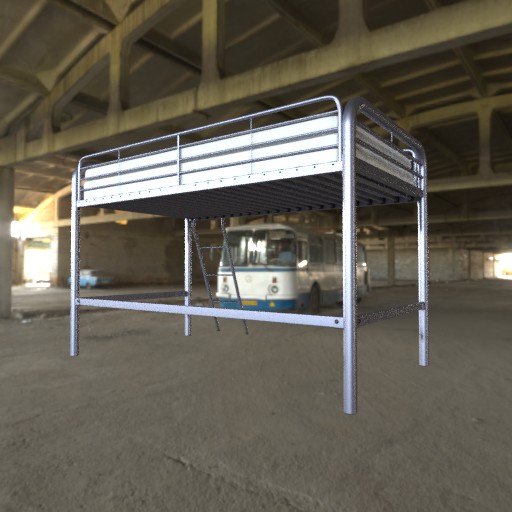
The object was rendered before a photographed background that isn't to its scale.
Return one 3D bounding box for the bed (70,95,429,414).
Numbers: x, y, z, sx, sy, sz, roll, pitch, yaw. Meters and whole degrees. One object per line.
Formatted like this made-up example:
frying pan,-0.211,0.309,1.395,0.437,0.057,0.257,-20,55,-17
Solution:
bed,0.000,0.000,2.874,1.965,1.288,1.415,-1,-2,36
